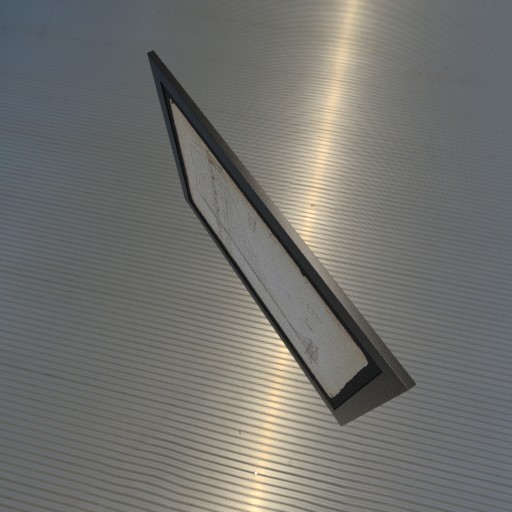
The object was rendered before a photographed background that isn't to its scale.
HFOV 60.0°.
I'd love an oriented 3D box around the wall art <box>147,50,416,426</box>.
[{"bbox_3d":[0.000,0.000,0.831,0.013,0.447,0.660,-30,68,-14],"label":"wall art"}]
